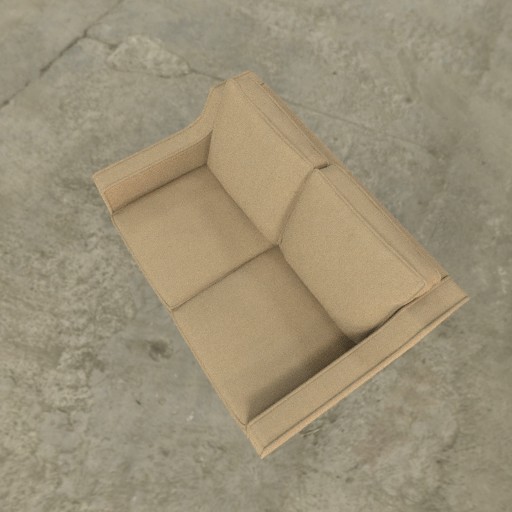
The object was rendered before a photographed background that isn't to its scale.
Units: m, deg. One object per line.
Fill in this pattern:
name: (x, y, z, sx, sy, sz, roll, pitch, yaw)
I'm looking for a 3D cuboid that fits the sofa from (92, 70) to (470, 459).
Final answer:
sofa: (0.000, 0.000, 2.148, 0.987, 0.971, 1.501, -31, 67, -15)
